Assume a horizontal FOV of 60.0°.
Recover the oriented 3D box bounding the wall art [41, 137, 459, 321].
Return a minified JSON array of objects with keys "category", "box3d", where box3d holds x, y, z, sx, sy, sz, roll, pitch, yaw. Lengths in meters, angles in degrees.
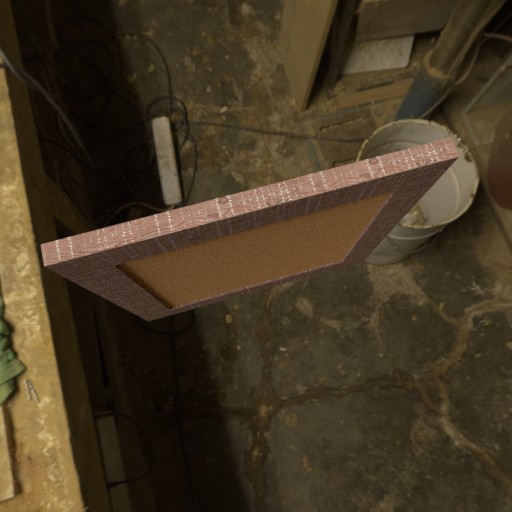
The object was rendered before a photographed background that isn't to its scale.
[{"category":"wall art","box3d":[0.000,0.000,0.805,0.531,0.531,0.029,-15,75,-4]}]
